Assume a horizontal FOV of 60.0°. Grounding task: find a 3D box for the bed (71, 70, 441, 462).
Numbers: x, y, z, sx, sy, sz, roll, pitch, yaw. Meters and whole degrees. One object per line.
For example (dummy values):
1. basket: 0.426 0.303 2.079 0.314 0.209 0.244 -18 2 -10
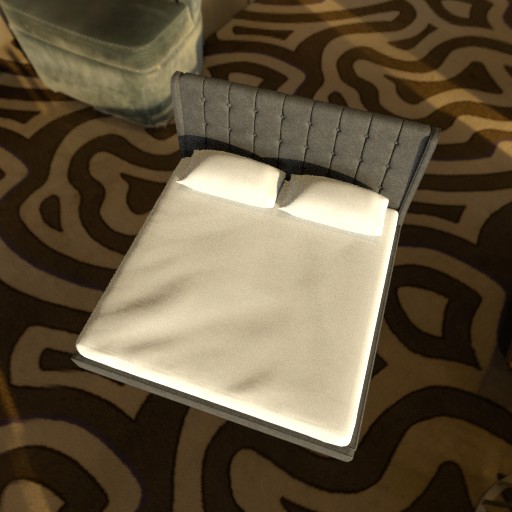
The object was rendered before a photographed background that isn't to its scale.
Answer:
1. bed: 0.000 0.000 2.472 1.531 0.933 1.638 16 60 10
